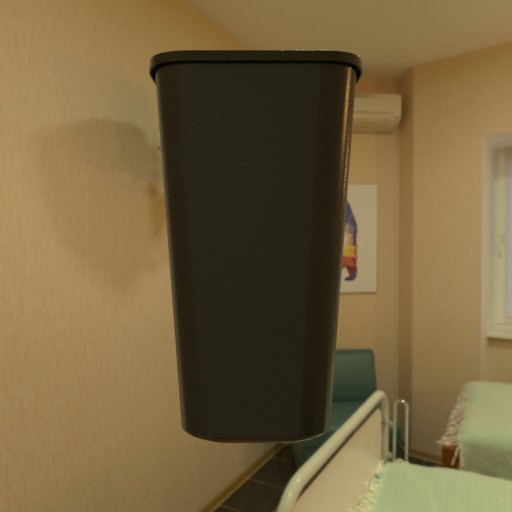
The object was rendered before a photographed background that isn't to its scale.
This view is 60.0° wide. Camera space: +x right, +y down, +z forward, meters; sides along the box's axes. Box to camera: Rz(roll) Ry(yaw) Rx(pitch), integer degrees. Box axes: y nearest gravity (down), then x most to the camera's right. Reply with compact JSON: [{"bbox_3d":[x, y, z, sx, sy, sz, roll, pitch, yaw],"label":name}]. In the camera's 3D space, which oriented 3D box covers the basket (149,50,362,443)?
[{"bbox_3d":[0.000,0.000,0.752,0.287,0.521,0.394,0,1,0],"label":"basket"}]
